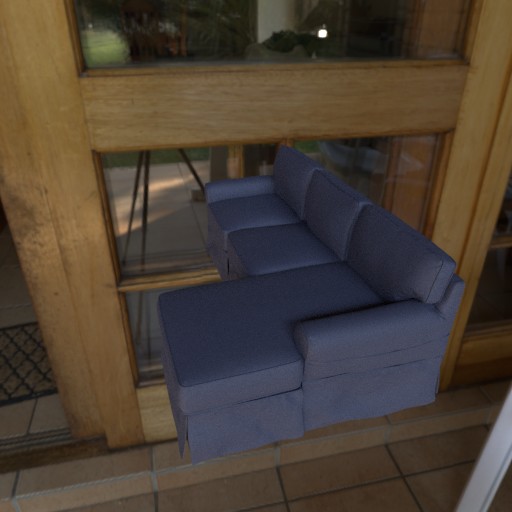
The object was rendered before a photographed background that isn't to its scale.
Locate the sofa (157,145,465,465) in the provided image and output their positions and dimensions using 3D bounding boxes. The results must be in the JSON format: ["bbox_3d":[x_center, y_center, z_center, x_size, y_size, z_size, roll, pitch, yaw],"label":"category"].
[{"bbox_3d":[0.000,0.000,3.365,1.637,1.039,2.518,-9,30,-16],"label":"sofa"}]
